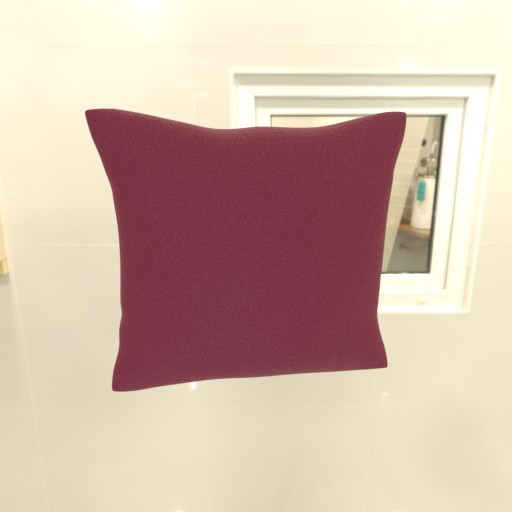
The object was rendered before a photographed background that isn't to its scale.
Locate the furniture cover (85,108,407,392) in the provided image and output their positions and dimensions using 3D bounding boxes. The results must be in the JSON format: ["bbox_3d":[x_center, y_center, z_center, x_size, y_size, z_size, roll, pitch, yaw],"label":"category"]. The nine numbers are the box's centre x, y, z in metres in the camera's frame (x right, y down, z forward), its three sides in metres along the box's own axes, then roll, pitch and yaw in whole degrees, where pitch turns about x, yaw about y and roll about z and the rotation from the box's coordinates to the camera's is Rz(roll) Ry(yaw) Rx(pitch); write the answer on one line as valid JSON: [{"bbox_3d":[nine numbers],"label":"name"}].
[{"bbox_3d":[0.000,0.000,0.811,0.552,0.509,0.193,-2,15,-9],"label":"furniture cover"}]
